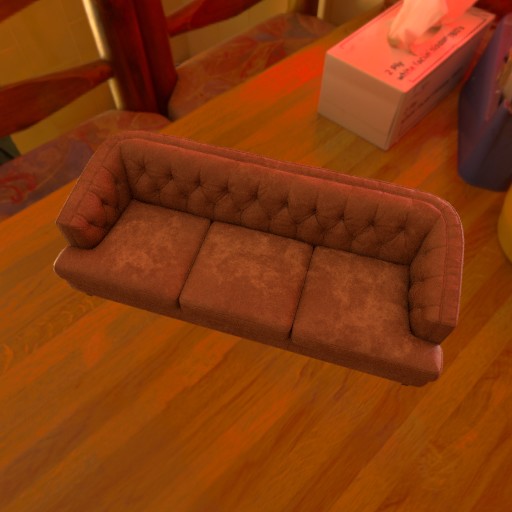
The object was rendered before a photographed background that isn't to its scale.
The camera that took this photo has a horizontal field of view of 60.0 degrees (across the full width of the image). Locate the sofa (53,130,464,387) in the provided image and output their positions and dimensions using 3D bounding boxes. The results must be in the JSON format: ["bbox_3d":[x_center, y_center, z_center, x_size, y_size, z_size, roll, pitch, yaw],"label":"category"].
[{"bbox_3d":[0.000,0.000,2.687,2.257,0.791,0.922,14,59,9],"label":"sofa"}]
